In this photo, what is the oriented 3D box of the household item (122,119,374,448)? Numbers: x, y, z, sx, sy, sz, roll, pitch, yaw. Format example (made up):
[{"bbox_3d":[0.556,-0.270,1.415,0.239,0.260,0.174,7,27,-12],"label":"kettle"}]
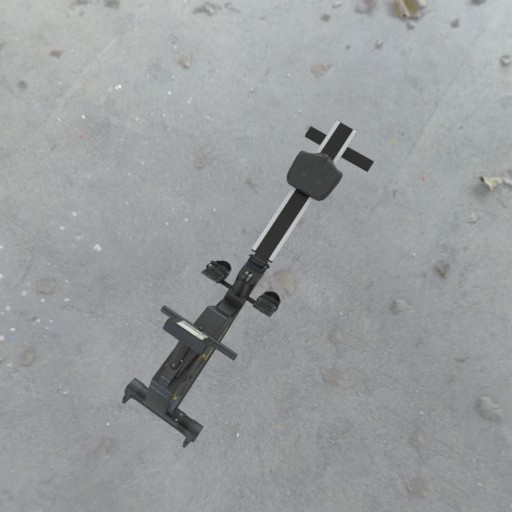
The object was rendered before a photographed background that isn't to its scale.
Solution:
[{"bbox_3d":[0.000,0.000,2.559,0.521,0.810,2.251,32,76,9],"label":"household item"}]
